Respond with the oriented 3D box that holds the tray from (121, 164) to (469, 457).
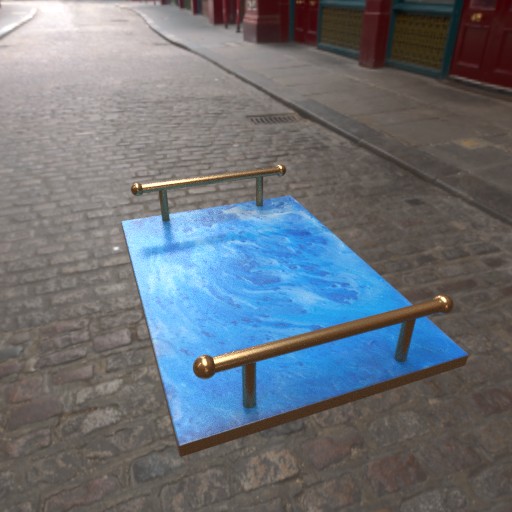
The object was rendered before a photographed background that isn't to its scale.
[{"bbox_3d":[0.000,0.000,0.576,0.304,0.084,0.444,-11,33,-18],"label":"tray"}]
